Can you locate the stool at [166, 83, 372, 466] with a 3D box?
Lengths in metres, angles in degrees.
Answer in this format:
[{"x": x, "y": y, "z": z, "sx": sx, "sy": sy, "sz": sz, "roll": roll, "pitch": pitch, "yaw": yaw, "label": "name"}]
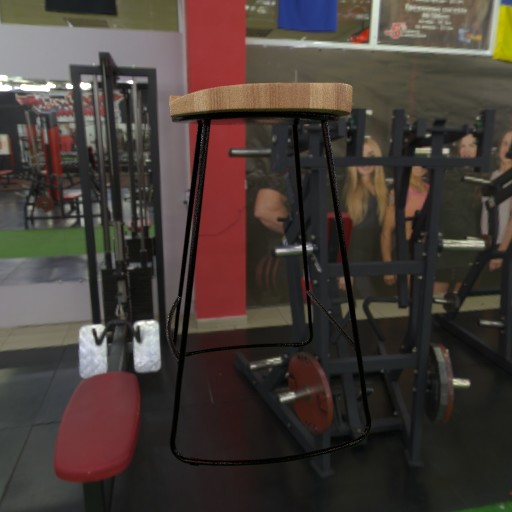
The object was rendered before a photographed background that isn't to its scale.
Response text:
[{"x": 0.000, "y": 0.000, "z": 0.966, "sx": 0.401, "sy": 0.679, "sz": 0.480, "roll": -3, "pitch": 15, "yaw": -10, "label": "stool"}]
